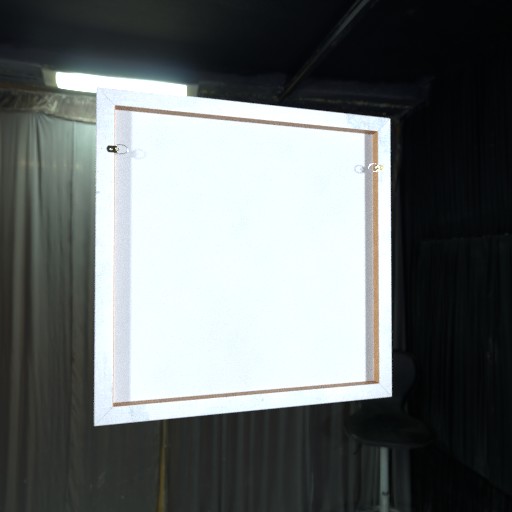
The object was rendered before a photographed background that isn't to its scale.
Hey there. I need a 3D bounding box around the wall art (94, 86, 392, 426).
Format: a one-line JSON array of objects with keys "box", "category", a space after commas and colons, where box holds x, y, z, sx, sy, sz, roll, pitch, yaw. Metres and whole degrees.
[{"box": [0.000, 0.000, 1.118, 0.762, 0.762, 0.041, 0, -1, -17], "category": "wall art"}]
